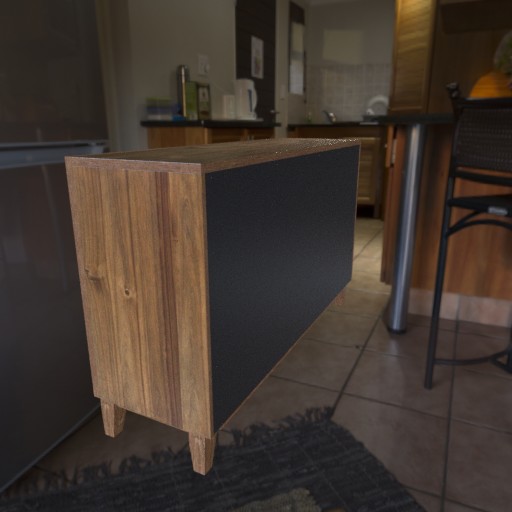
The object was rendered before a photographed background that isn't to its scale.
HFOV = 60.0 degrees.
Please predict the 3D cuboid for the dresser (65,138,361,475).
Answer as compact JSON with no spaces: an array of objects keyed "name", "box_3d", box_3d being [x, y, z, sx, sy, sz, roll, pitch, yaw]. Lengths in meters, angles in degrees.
[{"name":"dresser","box_3d":[0.000,0.000,1.800,0.446,0.873,1.400,9,19,26]}]
